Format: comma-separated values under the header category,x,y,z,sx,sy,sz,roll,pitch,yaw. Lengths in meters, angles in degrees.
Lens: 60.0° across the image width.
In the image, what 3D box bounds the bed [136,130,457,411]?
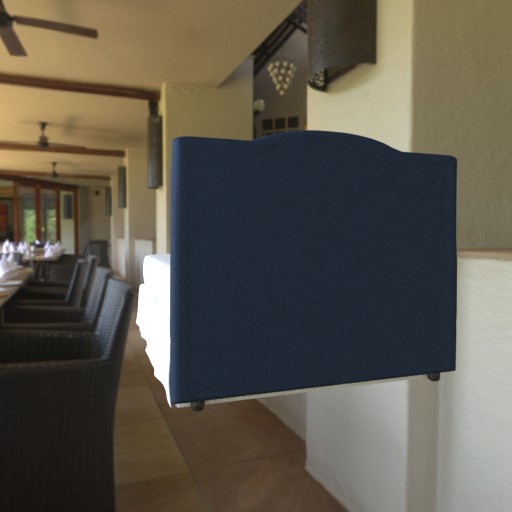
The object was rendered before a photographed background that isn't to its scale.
category,x,y,z,sx,sy,sz,roll,pitch,yaw
bed,0.000,0.000,3.565,1.741,1.441,2.507,-1,2,-19
